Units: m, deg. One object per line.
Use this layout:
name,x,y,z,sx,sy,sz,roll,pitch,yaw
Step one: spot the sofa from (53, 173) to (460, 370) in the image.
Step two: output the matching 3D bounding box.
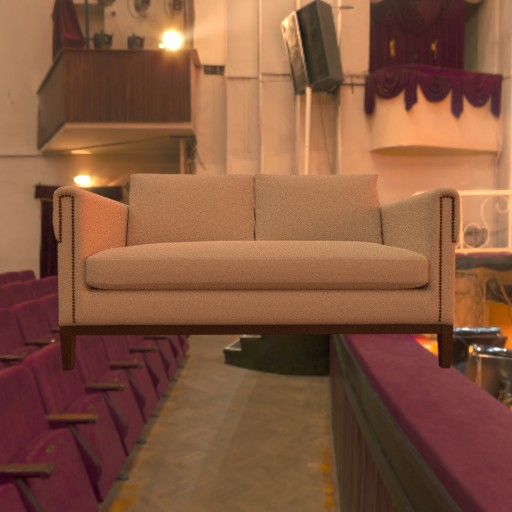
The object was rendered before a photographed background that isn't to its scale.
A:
sofa,0.000,0.000,2.130,1.598,0.873,0.905,0,1,-1
